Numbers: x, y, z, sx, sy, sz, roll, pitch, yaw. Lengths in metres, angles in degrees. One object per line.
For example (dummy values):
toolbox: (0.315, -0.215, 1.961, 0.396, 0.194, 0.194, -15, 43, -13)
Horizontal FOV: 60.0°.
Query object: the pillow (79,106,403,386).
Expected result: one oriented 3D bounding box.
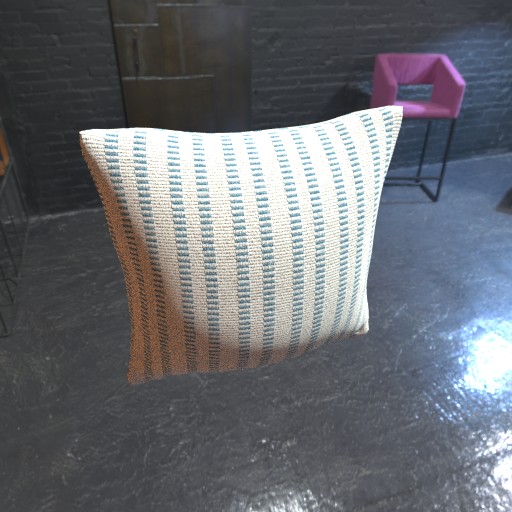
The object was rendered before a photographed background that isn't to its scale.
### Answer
pillow: (0.000, 0.000, 0.675, 0.438, 0.419, 0.247, -9, 32, -15)
